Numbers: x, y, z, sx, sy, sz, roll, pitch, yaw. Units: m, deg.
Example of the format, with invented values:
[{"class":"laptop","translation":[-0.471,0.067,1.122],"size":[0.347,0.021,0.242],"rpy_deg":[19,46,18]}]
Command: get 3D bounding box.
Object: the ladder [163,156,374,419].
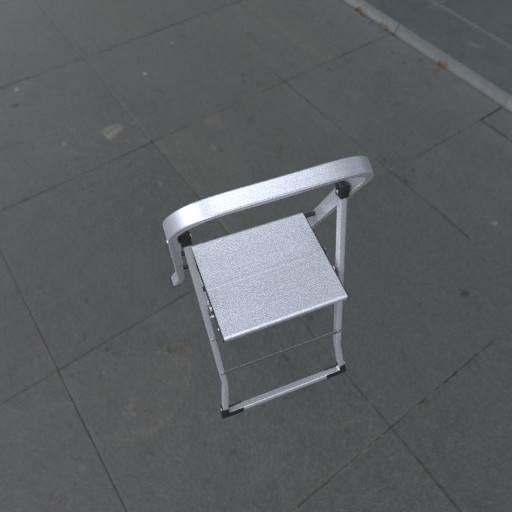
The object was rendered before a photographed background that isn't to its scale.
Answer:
[{"class":"ladder","translation":[0.000,0.000,1.147],"size":[0.465,0.830,0.530],"rpy_deg":[-18,60,-11]}]
